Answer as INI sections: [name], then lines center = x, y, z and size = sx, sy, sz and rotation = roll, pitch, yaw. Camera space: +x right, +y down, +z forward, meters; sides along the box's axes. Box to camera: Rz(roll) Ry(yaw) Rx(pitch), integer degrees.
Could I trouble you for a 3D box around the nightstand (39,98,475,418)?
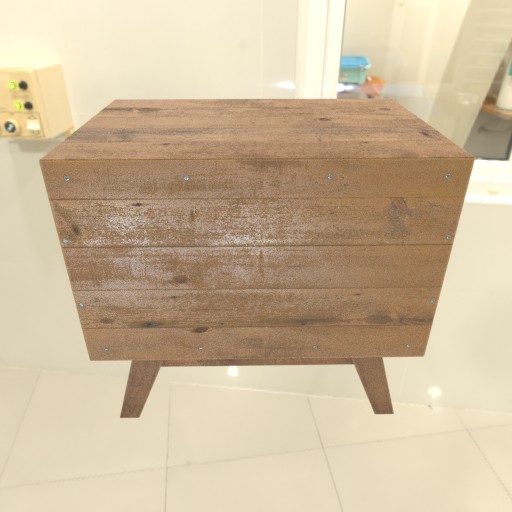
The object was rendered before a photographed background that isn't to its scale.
[nightstand]
center = 0.000, 0.000, 1.003
size = 0.650, 0.599, 0.450
rotation = -1, 31, -1
